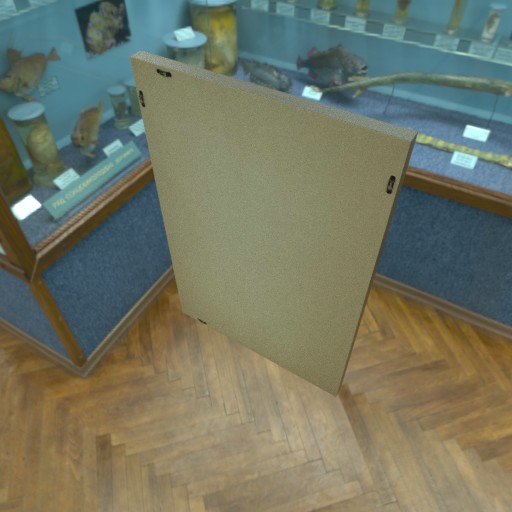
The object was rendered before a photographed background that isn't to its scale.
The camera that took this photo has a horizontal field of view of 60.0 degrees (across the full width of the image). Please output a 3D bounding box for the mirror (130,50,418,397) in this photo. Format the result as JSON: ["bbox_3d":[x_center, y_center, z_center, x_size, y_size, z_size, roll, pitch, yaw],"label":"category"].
[{"bbox_3d":[0.000,0.000,1.166,0.609,0.915,0.040,25,52,21],"label":"mirror"}]
